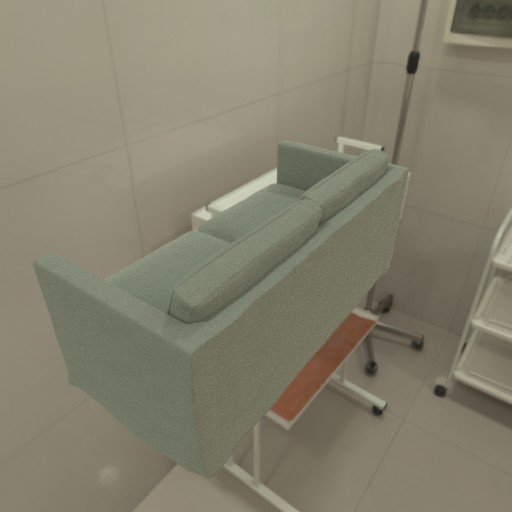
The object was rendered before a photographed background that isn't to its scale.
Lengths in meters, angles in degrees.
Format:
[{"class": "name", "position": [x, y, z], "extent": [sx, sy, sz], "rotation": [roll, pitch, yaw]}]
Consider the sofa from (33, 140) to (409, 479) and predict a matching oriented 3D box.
[{"class": "sofa", "position": [0.000, 0.000, 2.447], "extent": [0.940, 0.870, 1.987], "rotation": [22, 39, 30]}]
